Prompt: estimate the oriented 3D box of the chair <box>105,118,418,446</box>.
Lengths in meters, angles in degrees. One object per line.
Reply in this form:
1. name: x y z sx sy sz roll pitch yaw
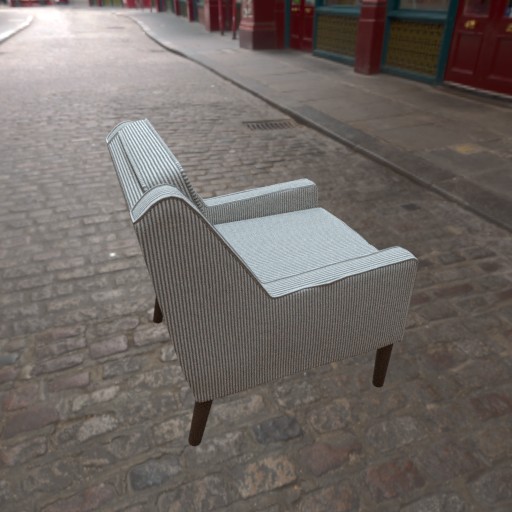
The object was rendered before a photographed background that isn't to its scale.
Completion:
1. chair: 0.000 0.000 1.375 0.743 0.792 0.663 -11 32 -18
